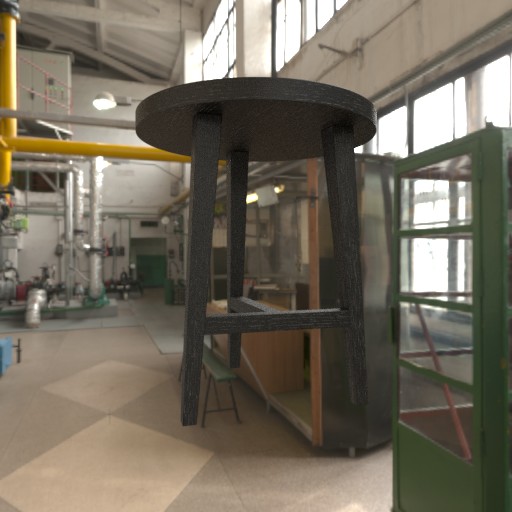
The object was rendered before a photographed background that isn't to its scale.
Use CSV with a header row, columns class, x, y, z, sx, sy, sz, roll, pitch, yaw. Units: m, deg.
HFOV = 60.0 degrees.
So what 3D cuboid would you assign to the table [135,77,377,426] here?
class,x,y,z,sx,sy,sz,roll,pitch,yaw
table,0.000,0.000,0.763,0.399,0.460,0.399,0,1,0
